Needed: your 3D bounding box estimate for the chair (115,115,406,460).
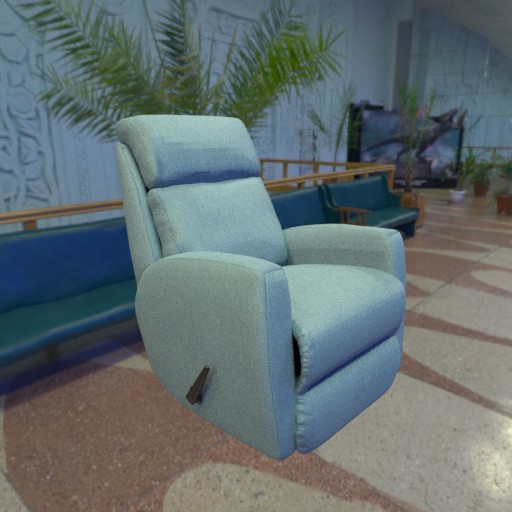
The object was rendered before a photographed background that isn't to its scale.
[{"bbox_3d":[0.000,0.000,1.646,0.940,1.013,0.812,15,21,42],"label":"chair"}]
